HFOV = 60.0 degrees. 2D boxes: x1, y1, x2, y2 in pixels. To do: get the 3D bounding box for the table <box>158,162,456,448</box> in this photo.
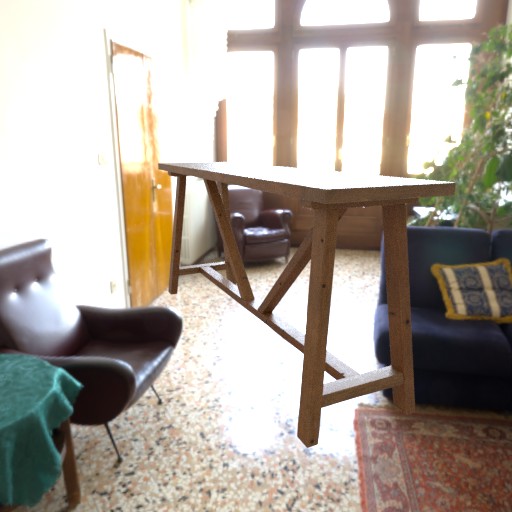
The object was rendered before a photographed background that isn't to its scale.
[{"bbox_3d":[0.000,0.000,2.113,0.465,0.810,1.800,-7,16,-25],"label":"table"}]
